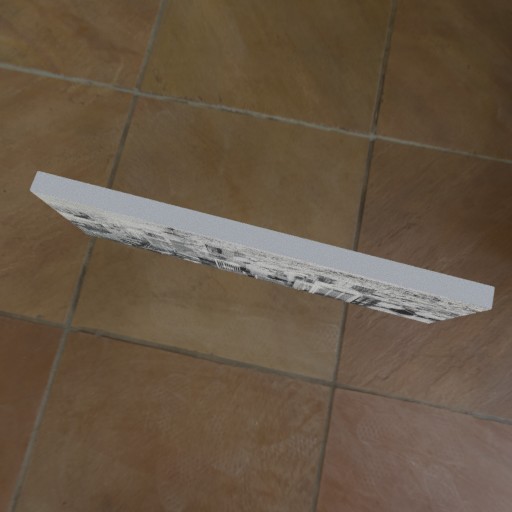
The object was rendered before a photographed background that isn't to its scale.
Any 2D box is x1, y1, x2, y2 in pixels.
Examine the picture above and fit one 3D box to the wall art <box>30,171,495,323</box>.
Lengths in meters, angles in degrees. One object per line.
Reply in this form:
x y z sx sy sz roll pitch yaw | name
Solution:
0.000 0.000 0.836 0.763 0.255 0.038 14 77 3 | wall art
